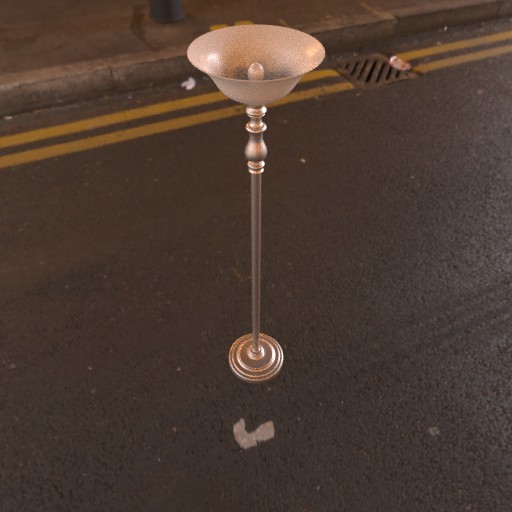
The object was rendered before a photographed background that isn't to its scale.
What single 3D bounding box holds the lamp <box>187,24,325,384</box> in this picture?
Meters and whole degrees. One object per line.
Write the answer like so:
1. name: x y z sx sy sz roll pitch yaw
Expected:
1. lamp: 0.000 0.000 1.951 0.405 1.771 0.405 10 47 10
